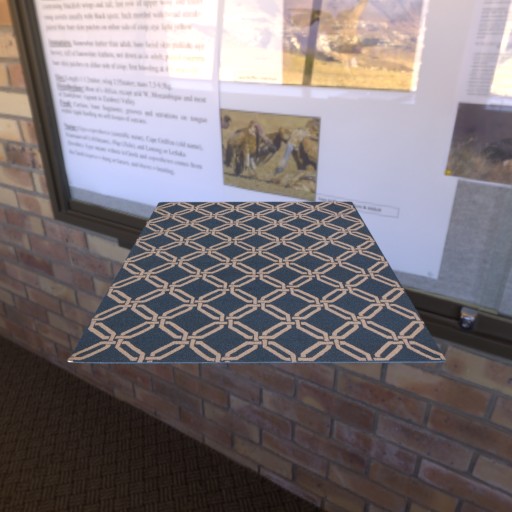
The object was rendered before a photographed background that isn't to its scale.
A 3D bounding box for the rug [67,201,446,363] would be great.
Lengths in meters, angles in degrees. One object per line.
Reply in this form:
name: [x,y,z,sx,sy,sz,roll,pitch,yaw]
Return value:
rug: [0.000,0.000,3.923,2.277,0.020,2.867,0,26,0]
